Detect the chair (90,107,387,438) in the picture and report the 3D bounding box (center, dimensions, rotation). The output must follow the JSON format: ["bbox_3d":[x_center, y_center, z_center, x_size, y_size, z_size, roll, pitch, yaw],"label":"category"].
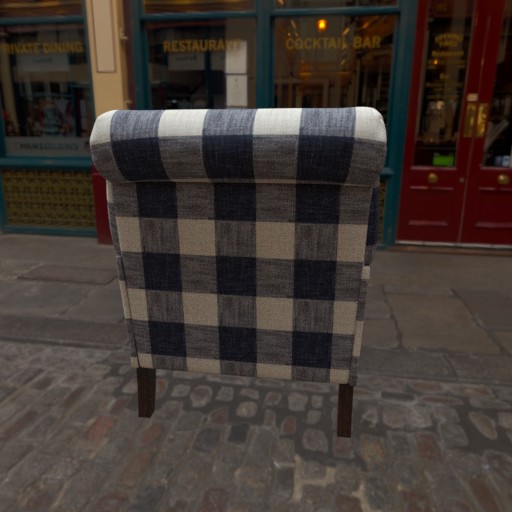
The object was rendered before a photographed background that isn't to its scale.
[{"bbox_3d":[0.000,0.000,1.573,0.781,0.953,0.848,2,15,9],"label":"chair"}]
